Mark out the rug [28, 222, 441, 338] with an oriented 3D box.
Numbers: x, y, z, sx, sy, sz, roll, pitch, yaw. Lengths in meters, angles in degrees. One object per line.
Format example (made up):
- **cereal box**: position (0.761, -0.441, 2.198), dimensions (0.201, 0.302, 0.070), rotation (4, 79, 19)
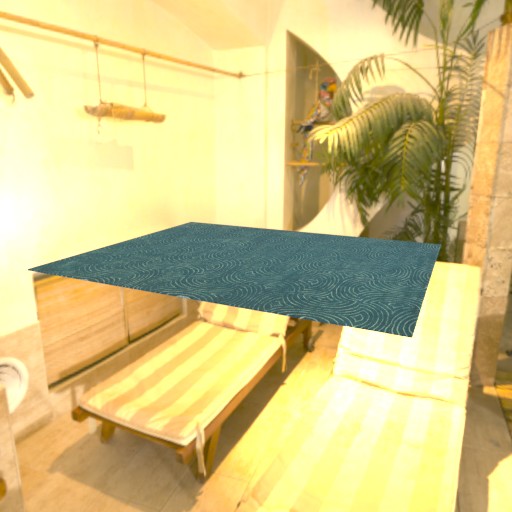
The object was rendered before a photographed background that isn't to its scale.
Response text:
- **rug**: position (0.000, 0.000, 4.099), dimensions (3.033, 0.012, 2.432), rotation (7, 16, 24)
